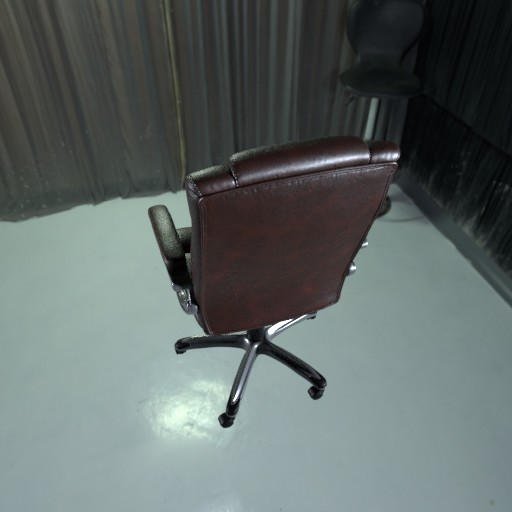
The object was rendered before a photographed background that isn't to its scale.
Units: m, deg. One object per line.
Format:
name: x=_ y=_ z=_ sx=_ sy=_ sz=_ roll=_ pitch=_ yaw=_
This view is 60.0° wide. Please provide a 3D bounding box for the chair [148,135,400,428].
chair: x=0.000 y=0.000 z=1.545 sx=0.656 sy=1.128 sz=0.692 roll=-12 pitch=43 yaw=-14
